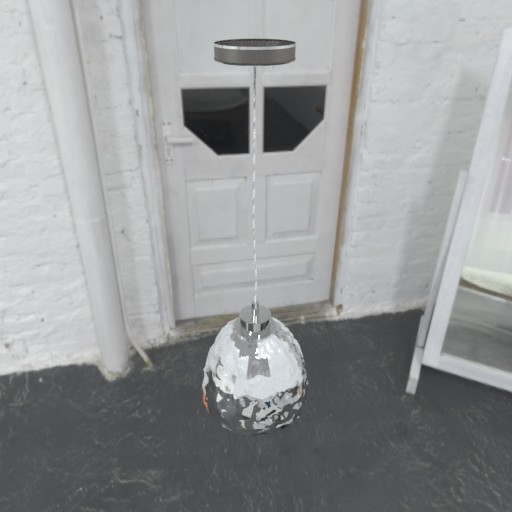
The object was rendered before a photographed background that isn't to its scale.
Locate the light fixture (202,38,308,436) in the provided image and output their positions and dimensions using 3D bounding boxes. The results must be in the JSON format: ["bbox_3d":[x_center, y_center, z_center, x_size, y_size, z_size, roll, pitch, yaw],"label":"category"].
[{"bbox_3d":[0.000,0.000,1.734,0.500,1.511,0.496,-21,37,-31],"label":"light fixture"}]
